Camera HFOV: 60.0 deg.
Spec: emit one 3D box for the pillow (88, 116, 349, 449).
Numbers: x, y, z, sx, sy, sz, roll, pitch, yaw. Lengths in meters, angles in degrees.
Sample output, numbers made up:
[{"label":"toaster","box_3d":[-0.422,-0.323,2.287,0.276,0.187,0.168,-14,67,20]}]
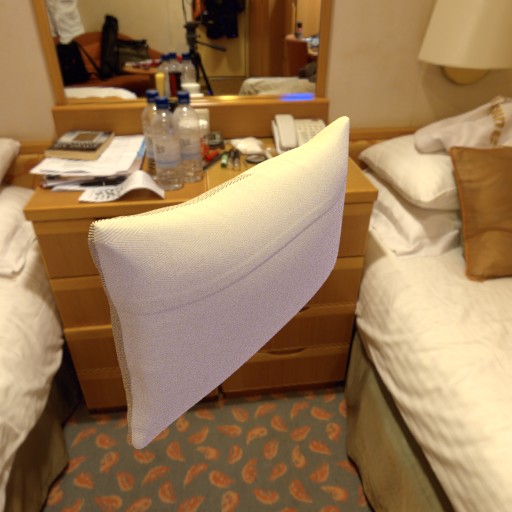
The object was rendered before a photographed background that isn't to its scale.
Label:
[{"label":"pillow","box_3d":[0.000,0.000,0.634,0.139,0.305,0.506,21,37,30]}]
